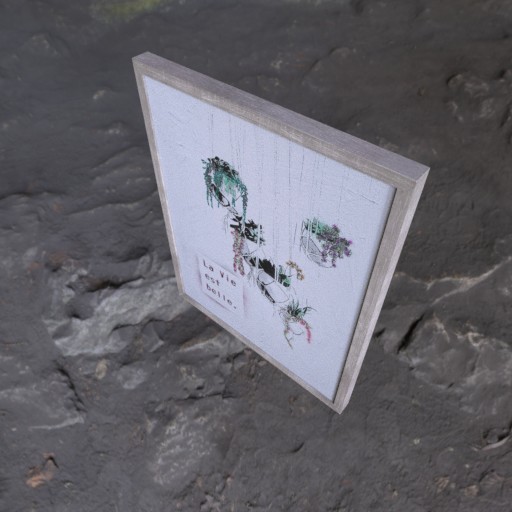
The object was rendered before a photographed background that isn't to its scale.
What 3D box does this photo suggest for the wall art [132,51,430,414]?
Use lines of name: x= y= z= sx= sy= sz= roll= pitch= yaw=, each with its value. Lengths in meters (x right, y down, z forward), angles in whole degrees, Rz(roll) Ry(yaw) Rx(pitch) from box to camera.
wall art: x=0.000 y=0.000 z=0.709 sx=0.421 sy=0.521 sz=0.032 roll=31 pitch=54 yaw=26
